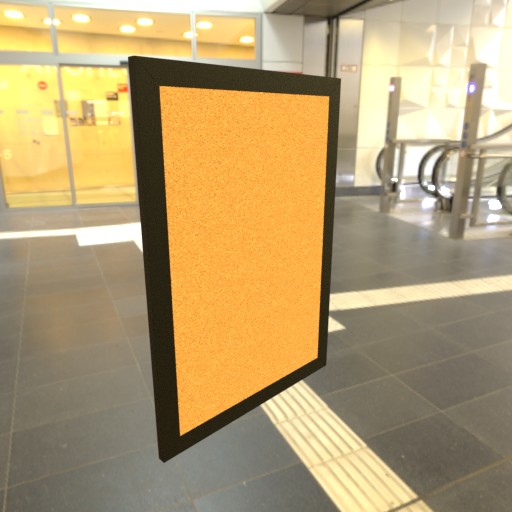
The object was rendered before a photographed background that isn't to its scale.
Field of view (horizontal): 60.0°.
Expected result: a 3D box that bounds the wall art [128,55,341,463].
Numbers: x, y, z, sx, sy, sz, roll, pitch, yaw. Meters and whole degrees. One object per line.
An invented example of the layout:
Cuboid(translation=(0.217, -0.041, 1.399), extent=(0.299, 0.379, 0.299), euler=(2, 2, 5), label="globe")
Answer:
Cuboid(translation=(0.000, 0.000, 0.589), extent=(0.326, 0.459, 0.011), euler=(-16, 23, -42), label="wall art")
